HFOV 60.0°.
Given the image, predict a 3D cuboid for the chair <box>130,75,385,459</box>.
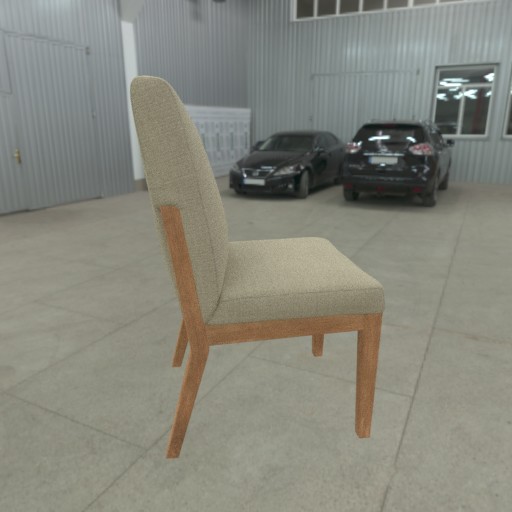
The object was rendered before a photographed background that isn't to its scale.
[{"bbox_3d":[0.000,0.000,1.256,0.586,0.911,0.507,-2,17,-8],"label":"chair"}]
